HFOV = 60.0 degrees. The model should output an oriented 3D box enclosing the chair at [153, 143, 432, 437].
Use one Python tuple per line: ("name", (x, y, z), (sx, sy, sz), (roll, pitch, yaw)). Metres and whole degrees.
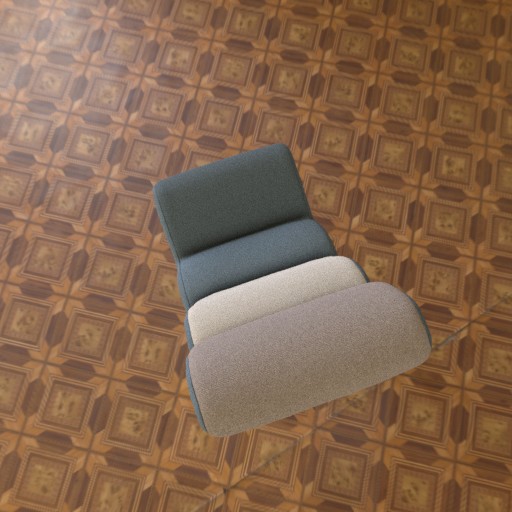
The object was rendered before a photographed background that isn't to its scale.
("chair", (0.000, 0.000, 1.052), (0.420, 0.641, 0.661), (-19, 77, -5))
